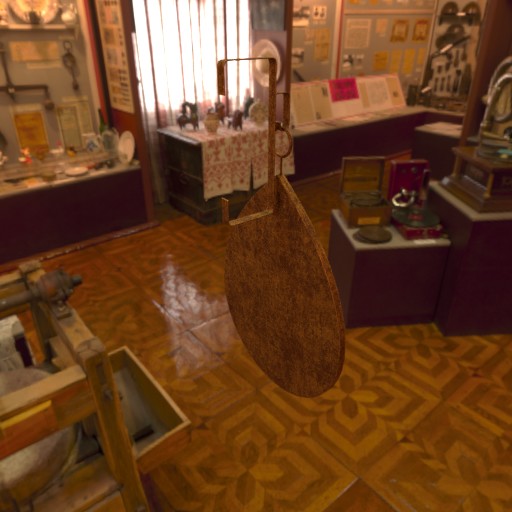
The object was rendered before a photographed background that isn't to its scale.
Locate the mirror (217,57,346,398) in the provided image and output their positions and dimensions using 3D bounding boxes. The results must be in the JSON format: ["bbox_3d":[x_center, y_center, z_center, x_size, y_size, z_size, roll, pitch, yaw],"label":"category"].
[{"bbox_3d":[0.000,0.000,0.911,0.144,0.744,0.405,-20,34,-33],"label":"mirror"}]
